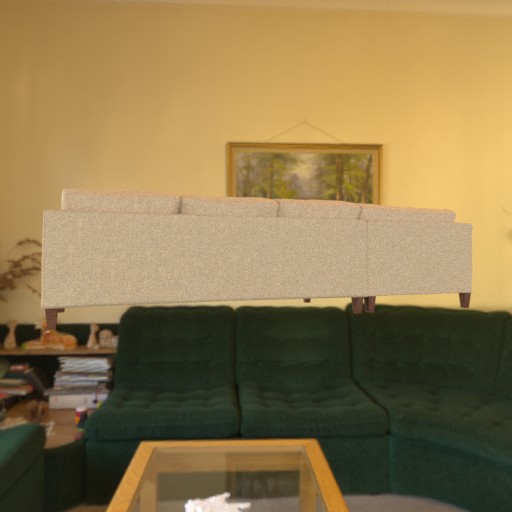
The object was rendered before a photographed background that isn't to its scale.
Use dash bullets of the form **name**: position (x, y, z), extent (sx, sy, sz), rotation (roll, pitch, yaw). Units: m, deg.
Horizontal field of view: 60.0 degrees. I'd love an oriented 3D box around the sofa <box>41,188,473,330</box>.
- **sofa**: position (0.000, 0.000, 3.804), extent (3.186, 0.846, 1.625), rotation (0, 0, -20)
